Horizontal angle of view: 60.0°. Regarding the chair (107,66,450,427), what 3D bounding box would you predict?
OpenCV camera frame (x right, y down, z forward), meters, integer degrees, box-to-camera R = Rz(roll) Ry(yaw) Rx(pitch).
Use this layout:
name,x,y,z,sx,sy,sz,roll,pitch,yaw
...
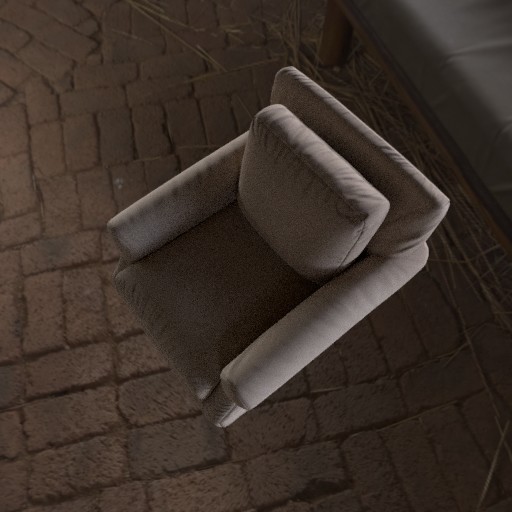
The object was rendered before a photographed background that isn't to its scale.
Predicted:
name,x,y,z,sx,sy,sz,roll,pitch,yaw
chair,0.000,0.000,1.812,1.066,0.866,0.940,-36,69,-16
